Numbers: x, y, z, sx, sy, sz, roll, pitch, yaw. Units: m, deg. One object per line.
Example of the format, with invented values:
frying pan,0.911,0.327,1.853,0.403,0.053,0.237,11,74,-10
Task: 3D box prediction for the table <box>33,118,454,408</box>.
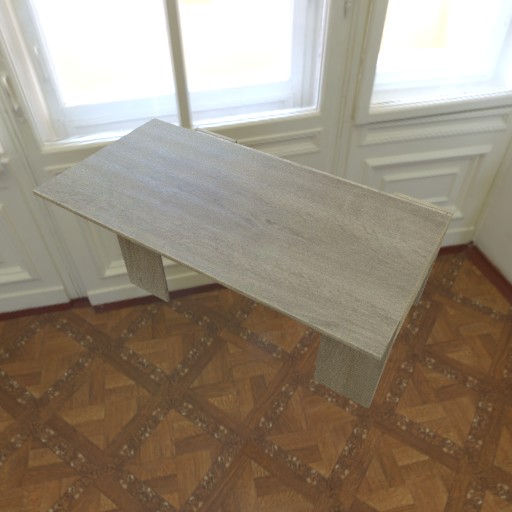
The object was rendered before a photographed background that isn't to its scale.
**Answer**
table,0.000,0.000,1.437,1.000,0.570,0.711,24,49,22
